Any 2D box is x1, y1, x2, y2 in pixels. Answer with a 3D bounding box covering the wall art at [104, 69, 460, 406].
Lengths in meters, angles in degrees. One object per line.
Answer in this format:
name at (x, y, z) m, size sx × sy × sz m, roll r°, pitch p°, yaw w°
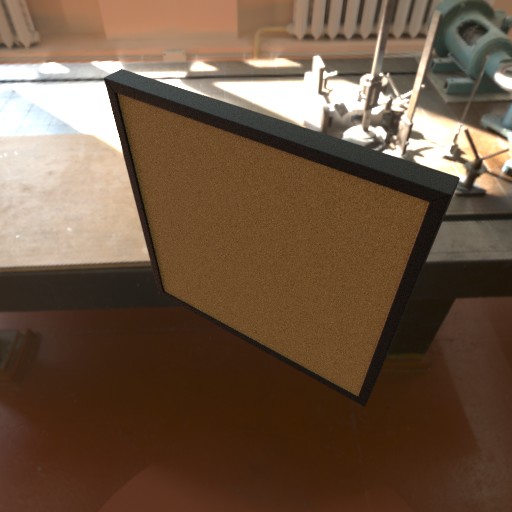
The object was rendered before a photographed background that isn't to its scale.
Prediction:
wall art at (0.000, 0.000, 0.752) m, size 0.508 × 0.508 × 0.037 m, roll 25°, pitch 52°, yaw 22°
